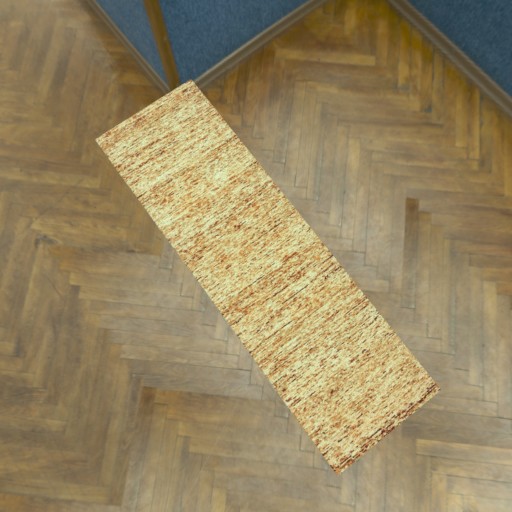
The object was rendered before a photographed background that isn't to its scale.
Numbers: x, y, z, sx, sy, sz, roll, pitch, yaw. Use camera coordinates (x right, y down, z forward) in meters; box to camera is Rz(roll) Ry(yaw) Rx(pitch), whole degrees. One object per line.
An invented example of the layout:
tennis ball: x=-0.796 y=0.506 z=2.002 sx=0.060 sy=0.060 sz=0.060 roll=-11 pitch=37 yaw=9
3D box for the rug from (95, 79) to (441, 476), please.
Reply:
rug: x=0.000 y=0.000 z=2.411 sx=0.680 sy=0.014 sz=2.237 roll=-36 pitch=79 yaw=-8
